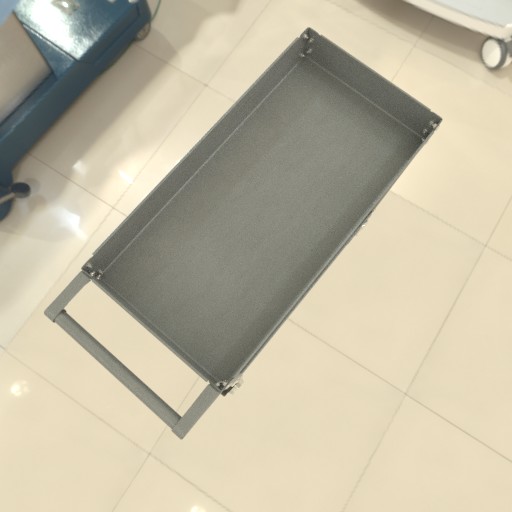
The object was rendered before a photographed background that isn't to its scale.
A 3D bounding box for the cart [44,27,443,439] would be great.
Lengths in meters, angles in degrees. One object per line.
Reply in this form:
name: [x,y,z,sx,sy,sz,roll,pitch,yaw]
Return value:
cart: [0.000,0.000,1.169,0.366,0.719,0.779,39,79,9]
